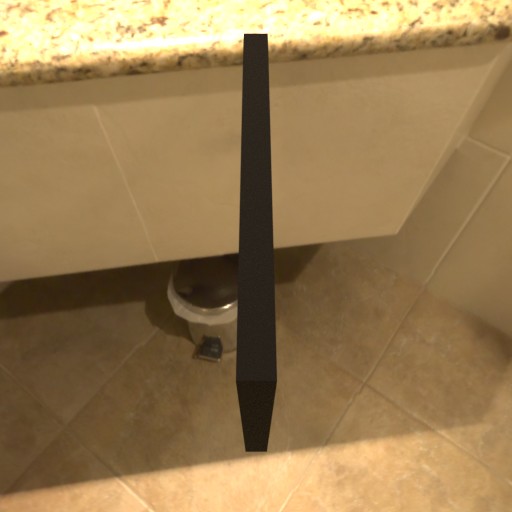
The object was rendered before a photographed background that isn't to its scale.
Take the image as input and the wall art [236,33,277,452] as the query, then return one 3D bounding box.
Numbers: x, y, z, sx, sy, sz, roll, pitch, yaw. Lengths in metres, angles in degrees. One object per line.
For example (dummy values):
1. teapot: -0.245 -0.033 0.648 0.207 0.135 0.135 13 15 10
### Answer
1. wall art: 0.000 0.000 0.540 0.028 0.325 0.397 0 58 0
